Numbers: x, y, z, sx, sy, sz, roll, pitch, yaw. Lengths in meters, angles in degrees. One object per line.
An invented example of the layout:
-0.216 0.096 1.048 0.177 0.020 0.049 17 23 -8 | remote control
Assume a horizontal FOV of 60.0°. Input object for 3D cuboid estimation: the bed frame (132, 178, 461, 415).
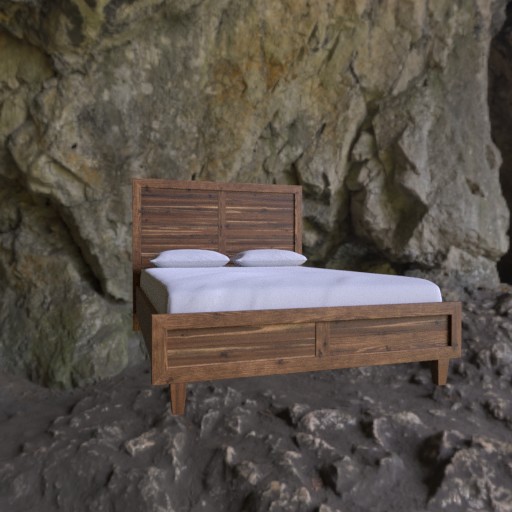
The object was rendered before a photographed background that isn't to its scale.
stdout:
0.000 0.000 3.308 1.696 1.417 2.276 0 1 -18 | bed frame
